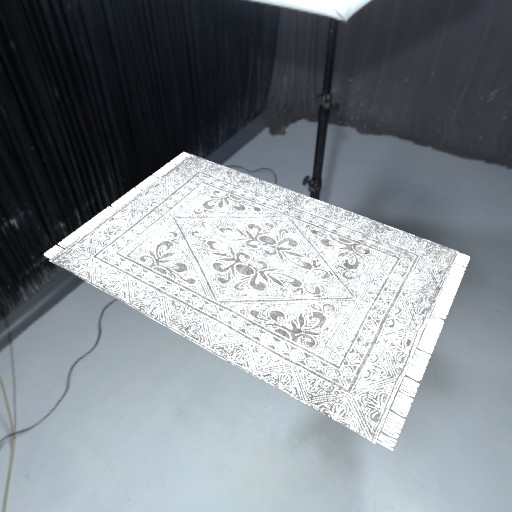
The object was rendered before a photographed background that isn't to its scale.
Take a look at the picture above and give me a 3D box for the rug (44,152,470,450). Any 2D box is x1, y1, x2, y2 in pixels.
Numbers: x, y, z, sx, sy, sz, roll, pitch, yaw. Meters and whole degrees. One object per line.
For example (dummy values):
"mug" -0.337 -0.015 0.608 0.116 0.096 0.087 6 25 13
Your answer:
"rug" 0.000 0.000 2.970 2.440 0.010 1.529 24 50 22
